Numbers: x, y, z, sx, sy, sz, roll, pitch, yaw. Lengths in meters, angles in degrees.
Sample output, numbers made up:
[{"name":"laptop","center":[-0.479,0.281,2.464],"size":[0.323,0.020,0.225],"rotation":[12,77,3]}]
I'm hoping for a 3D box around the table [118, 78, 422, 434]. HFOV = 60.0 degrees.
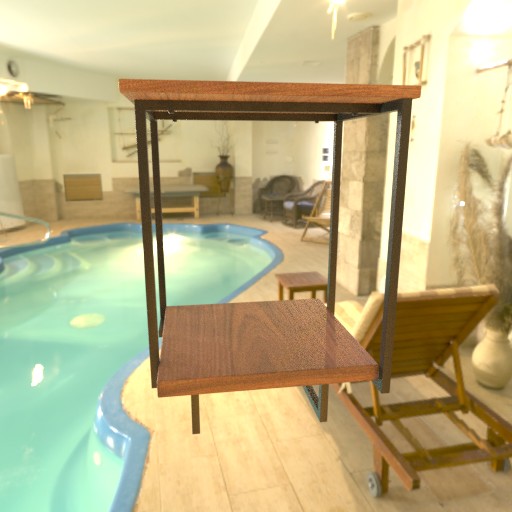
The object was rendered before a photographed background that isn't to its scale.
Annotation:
[{"name":"table","center":[0.000,0.000,0.840],"size":[0.411,0.567,0.384],"rotation":[-2,14,-9]}]
